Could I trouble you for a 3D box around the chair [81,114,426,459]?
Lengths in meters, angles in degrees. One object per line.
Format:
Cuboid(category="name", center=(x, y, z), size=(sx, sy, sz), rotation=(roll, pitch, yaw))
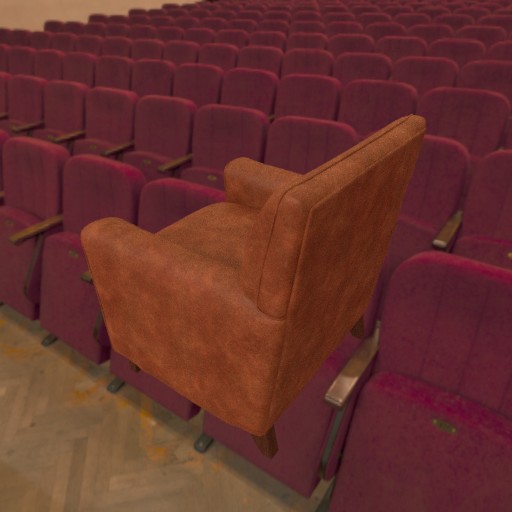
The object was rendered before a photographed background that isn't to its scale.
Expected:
Cuboid(category="chair", center=(0.000, 0.000, 1.589), size=(0.823, 0.943, 0.870), rotation=(20, 36, 30))
